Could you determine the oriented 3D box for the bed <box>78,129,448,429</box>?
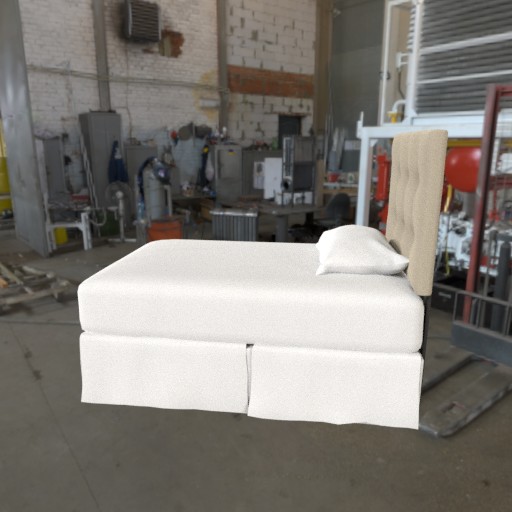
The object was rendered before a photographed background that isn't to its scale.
[{"bbox_3d":[0.000,0.000,2.912,1.997,1.571,1.261,2,15,8],"label":"bed"}]
